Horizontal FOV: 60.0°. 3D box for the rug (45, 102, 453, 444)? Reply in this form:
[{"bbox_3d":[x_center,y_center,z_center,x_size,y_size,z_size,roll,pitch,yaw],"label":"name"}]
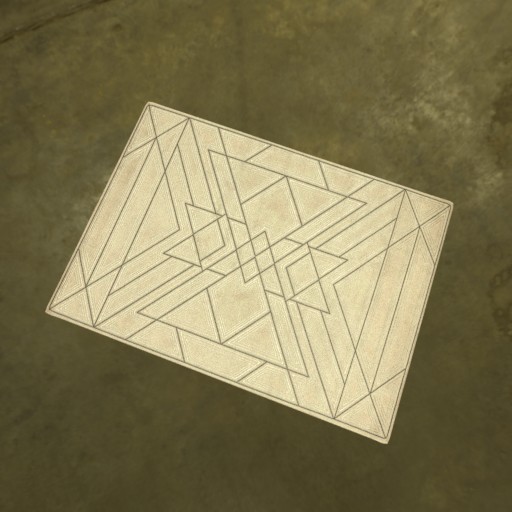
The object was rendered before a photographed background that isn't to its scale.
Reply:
[{"bbox_3d":[0.000,0.000,4.346,3.381,0.026,2.436,20,76,5],"label":"rug"}]
